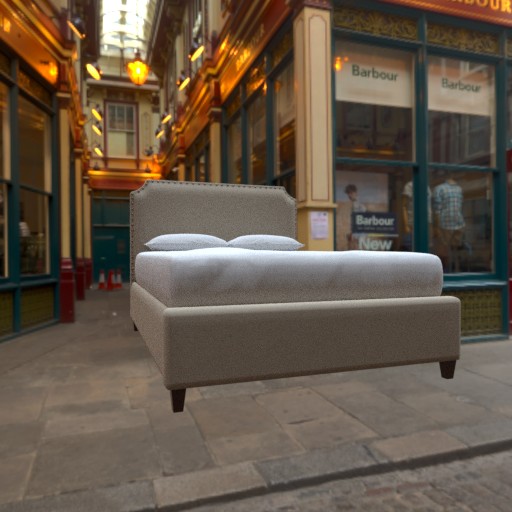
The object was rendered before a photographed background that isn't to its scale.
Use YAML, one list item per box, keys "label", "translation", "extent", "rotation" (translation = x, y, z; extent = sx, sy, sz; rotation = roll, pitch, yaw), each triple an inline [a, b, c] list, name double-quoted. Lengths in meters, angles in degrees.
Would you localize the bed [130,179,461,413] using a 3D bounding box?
- label: "bed"
  translation: [0.000, 0.000, 3.365]
  extent: [1.703, 1.415, 2.329]
  rotation: [0, 1, -20]
